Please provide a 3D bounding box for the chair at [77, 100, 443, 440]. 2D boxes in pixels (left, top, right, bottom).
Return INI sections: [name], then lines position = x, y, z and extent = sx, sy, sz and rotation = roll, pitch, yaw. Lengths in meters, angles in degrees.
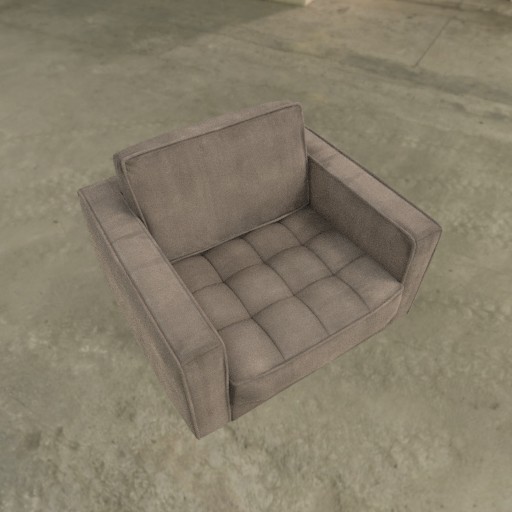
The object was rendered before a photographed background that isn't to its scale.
[chair]
position = 0.000, 0.000, 1.516
extent = 0.928, 0.773, 0.843
rotation = -25, 51, -22
